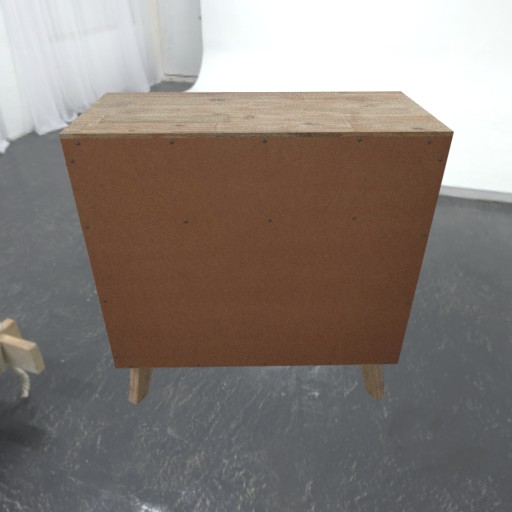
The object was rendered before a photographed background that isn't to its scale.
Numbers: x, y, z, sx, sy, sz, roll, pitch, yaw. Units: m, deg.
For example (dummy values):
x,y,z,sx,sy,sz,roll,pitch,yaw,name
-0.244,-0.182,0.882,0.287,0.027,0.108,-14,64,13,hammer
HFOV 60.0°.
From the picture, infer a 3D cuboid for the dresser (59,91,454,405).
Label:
x,y,z,sx,sy,sz,roll,pitch,yaw,name
0.000,0.000,1.586,0.998,1.029,0.455,-1,33,-1,dresser
